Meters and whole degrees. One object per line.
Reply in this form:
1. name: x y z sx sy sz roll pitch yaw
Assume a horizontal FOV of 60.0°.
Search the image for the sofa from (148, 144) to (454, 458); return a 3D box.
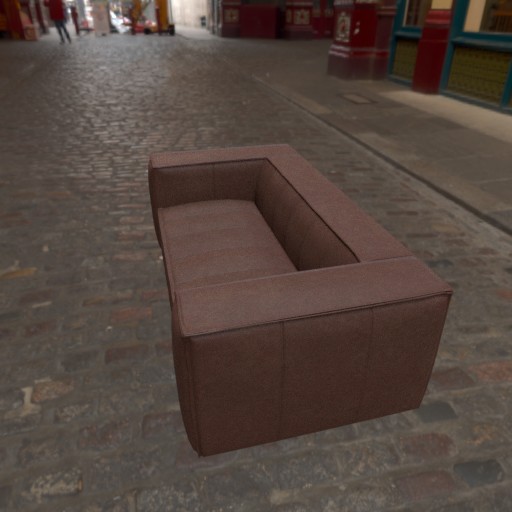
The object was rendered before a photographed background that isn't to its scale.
1. sofa: 0.000 0.000 2.583 1.102 0.703 2.088 -7 31 -13
